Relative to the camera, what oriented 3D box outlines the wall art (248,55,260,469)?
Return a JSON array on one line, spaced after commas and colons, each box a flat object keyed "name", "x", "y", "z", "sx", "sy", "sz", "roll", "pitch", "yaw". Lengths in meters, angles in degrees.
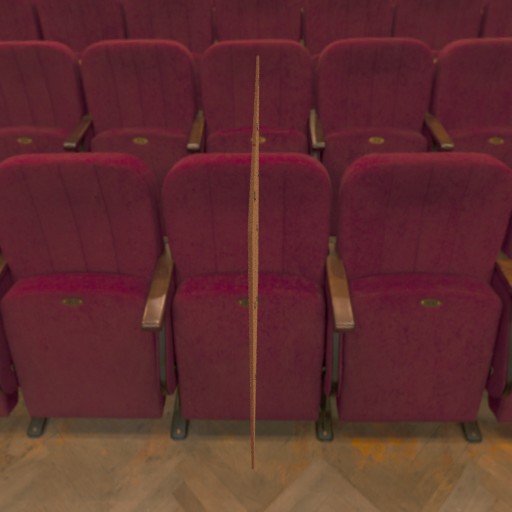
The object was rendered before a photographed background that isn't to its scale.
[{"name": "wall art", "x": 0.000, "y": 0.000, "z": 2.320, "sx": 0.019, "sy": 1.532, "sz": 1.533, "roll": 1, "pitch": 41, "yaw": 1}]
